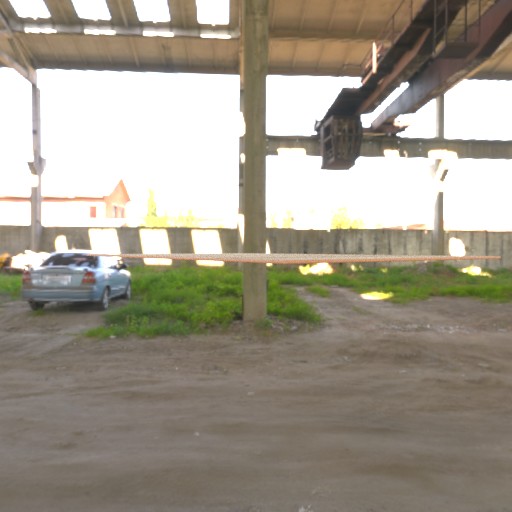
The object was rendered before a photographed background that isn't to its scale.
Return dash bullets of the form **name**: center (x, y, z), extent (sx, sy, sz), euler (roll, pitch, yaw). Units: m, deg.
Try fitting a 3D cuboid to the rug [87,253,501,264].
- **rug**: center (0.000, 0.000, 2.950), extent (1.523, 0.014, 2.438), euler (-1, 1, -36)
